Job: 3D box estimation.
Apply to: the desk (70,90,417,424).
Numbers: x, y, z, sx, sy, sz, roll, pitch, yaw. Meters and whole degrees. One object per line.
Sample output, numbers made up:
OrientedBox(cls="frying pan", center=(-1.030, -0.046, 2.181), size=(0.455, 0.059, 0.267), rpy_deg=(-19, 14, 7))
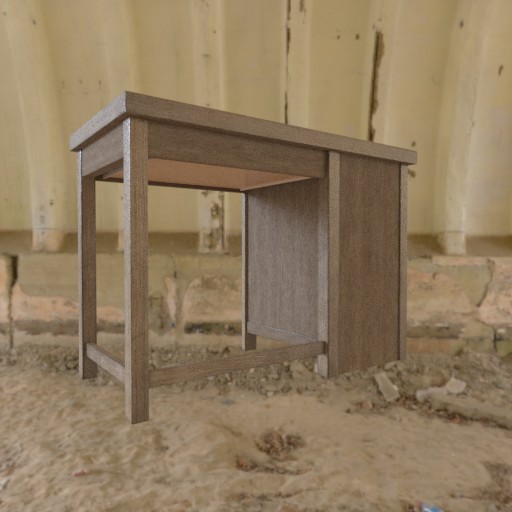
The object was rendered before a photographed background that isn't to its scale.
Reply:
OrientedBox(cls="desk", center=(0.000, 0.000, 1.806), size=(1.289, 0.912, 0.610), rpy_deg=(-1, 2, -36))
